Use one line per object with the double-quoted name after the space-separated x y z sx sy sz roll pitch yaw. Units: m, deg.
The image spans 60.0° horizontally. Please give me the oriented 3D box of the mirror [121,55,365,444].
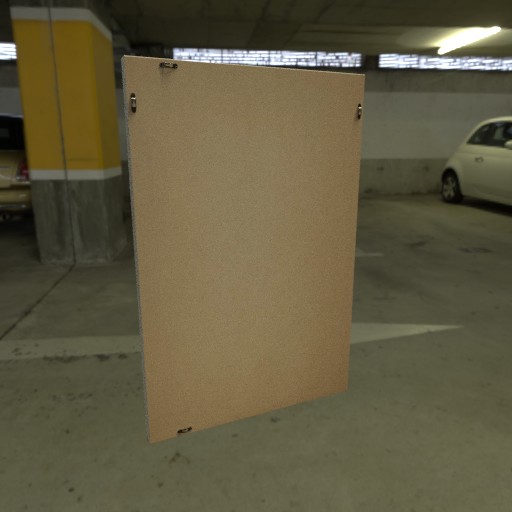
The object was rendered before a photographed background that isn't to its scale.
0.000 0.000 1.153 0.609 0.914 0.041 -6 15 -24 "mirror"
